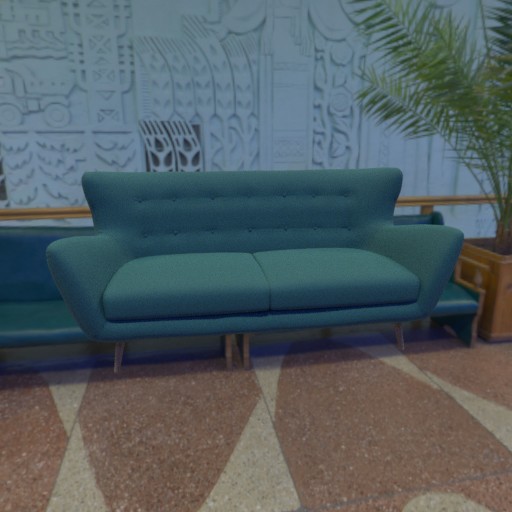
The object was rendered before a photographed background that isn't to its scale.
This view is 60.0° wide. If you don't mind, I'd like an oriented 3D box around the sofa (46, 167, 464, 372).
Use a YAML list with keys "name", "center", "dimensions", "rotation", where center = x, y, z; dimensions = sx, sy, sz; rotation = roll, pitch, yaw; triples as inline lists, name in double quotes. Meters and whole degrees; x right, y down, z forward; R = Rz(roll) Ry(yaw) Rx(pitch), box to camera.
- name: "sofa"
  center: [0.000, 0.000, 2.419]
  dimensions: [1.930, 0.890, 0.889]
  rotation: [-2, 16, -9]
